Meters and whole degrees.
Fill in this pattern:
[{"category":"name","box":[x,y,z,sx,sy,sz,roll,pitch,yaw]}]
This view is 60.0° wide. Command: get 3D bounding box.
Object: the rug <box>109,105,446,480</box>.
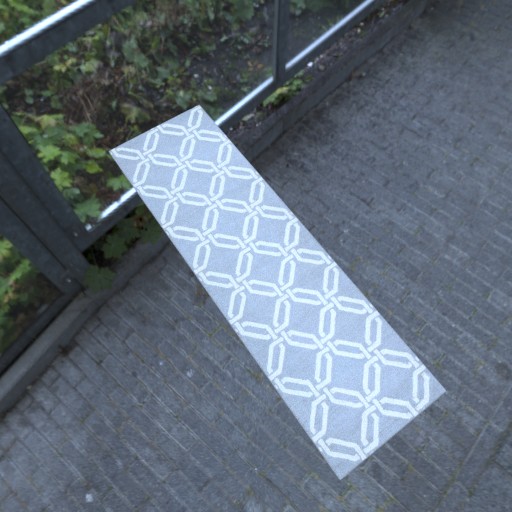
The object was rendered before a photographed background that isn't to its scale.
[{"category":"rug","box":[0.000,0.000,2.486,0.678,0.014,2.276,-32,69,-14]}]
